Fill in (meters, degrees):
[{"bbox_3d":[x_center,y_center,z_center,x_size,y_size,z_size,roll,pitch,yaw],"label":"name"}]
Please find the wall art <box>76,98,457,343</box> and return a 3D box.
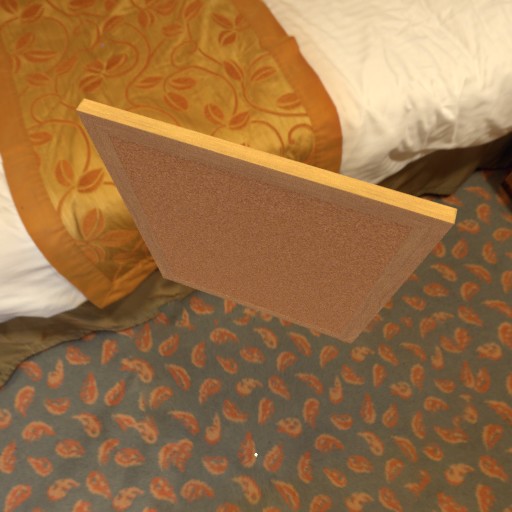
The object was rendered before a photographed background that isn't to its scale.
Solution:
[{"bbox_3d":[0.000,0.000,0.767,0.460,0.561,0.020,18,67,8],"label":"wall art"}]
